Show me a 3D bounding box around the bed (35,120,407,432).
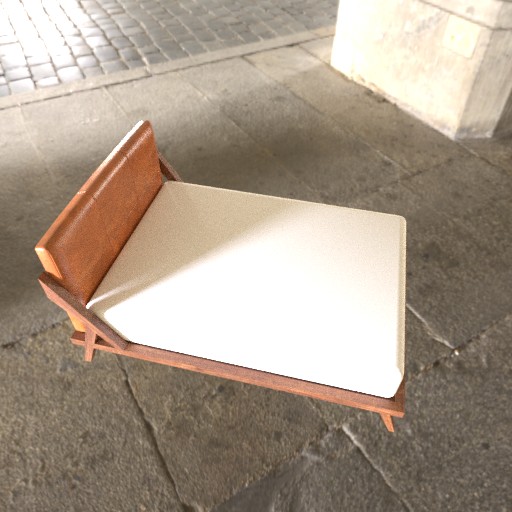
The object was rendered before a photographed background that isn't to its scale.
[{"bbox_3d":[0.000,0.000,3.295,2.311,1.168,1.651,10,47,9],"label":"bed"}]
